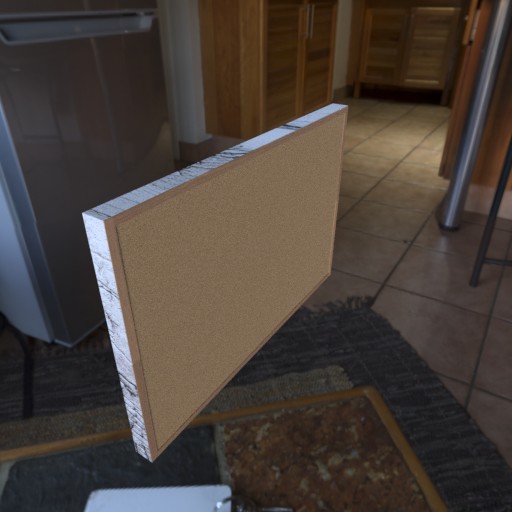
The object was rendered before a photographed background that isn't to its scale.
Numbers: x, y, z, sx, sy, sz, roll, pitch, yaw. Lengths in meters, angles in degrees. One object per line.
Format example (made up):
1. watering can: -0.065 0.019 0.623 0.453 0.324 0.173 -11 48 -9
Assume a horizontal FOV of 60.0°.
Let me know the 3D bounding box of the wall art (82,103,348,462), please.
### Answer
1. wall art: 0.000 0.000 0.786 0.035 0.407 0.613 19 36 28
